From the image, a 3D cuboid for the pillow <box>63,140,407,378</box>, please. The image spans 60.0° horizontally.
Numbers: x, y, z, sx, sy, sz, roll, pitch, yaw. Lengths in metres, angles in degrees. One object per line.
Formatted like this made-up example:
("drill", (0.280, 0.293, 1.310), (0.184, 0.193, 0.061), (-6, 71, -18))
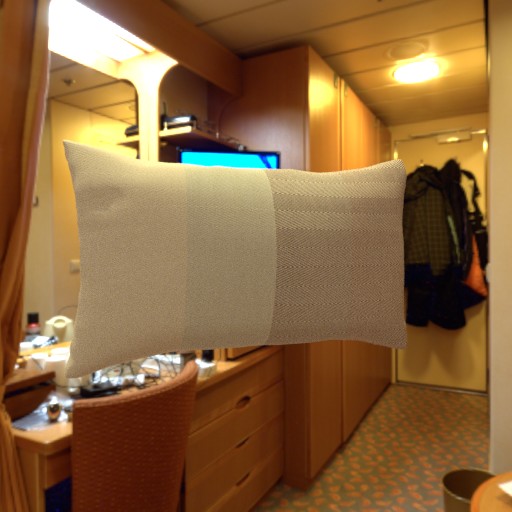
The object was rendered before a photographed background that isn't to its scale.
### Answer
("pillow", (0.000, 0.000, 0.633), (0.506, 0.305, 0.139), (0, 1, -18))
